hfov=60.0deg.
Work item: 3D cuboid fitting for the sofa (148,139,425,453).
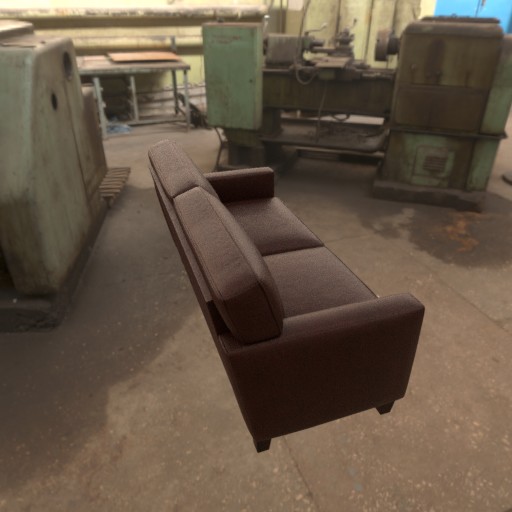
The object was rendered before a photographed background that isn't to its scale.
[{"bbox_3d":[0.000,0.000,2.487,0.912,0.928,1.876,-10,32,-16],"label":"sofa"}]
